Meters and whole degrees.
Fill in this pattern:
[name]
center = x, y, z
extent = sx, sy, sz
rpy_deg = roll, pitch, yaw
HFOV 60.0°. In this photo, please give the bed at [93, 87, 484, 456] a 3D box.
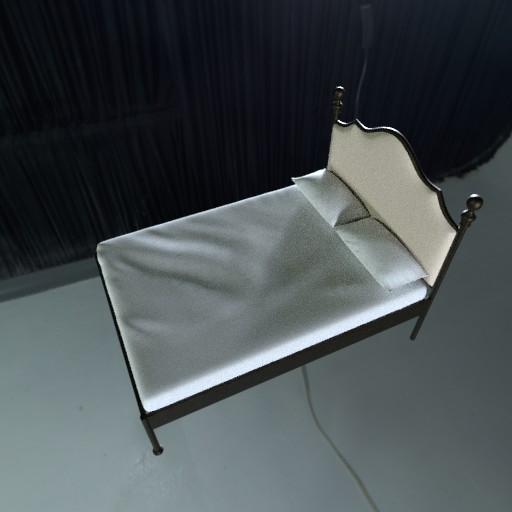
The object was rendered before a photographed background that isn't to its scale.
[bed]
center = 0.000, 0.000, 3.173
extent = 2.170, 1.462, 1.533
rpy_deg = -19, 49, -17
